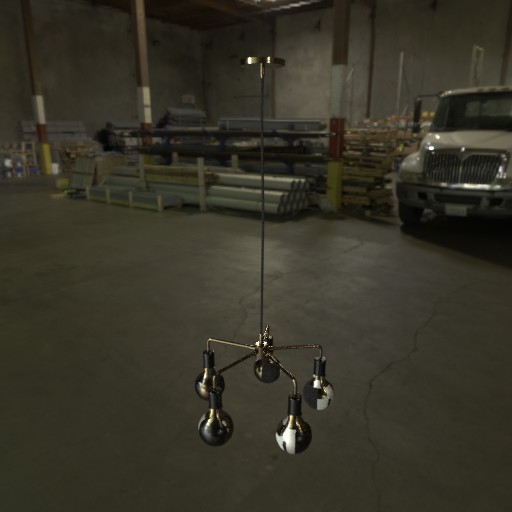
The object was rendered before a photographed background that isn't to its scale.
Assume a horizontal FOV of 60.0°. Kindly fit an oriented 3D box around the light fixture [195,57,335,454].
[{"bbox_3d":[0.000,0.000,1.215,0.421,0.988,0.438,8,18,25],"label":"light fixture"}]
